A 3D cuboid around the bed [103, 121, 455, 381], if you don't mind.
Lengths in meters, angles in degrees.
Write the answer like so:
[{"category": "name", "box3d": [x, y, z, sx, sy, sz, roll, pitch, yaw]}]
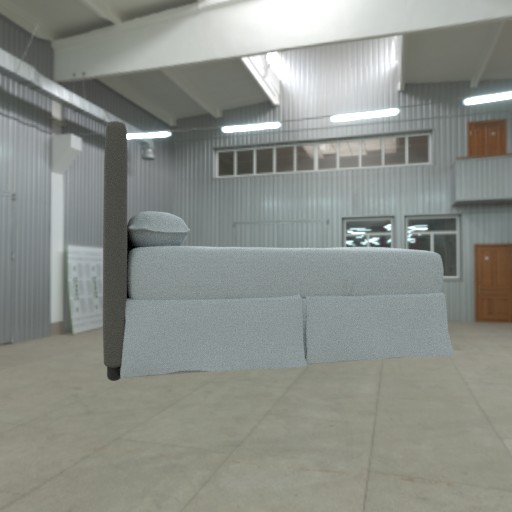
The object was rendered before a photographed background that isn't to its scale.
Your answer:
[{"category": "bed", "box3d": [0.000, 0.000, 3.309, 2.142, 1.330, 1.748, 0, -2, -18]}]
